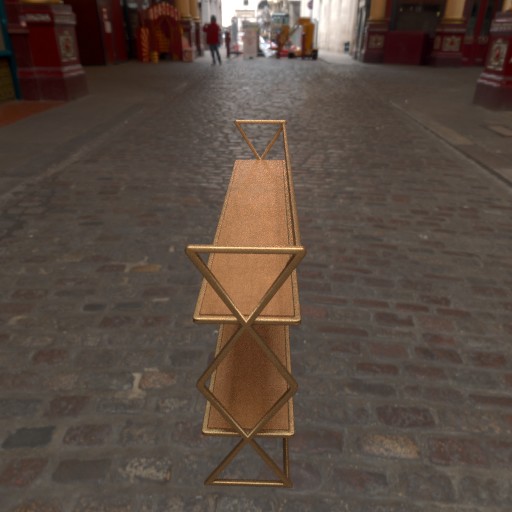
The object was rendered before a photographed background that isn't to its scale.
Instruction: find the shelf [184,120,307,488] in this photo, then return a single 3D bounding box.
[{"bbox_3d":[0.000,0.000,1.008,0.150,0.450,0.822,1,27,2],"label":"shelf"}]
